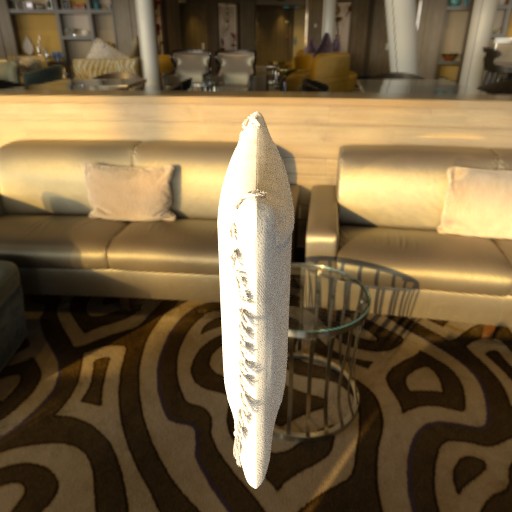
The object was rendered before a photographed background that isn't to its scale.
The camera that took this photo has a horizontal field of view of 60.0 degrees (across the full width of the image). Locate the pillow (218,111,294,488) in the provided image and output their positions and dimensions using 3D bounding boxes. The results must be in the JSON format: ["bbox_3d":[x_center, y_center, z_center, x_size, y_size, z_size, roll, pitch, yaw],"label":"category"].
[{"bbox_3d":[0.000,0.000,0.578,0.084,0.305,0.466,0,26,0],"label":"pillow"}]
